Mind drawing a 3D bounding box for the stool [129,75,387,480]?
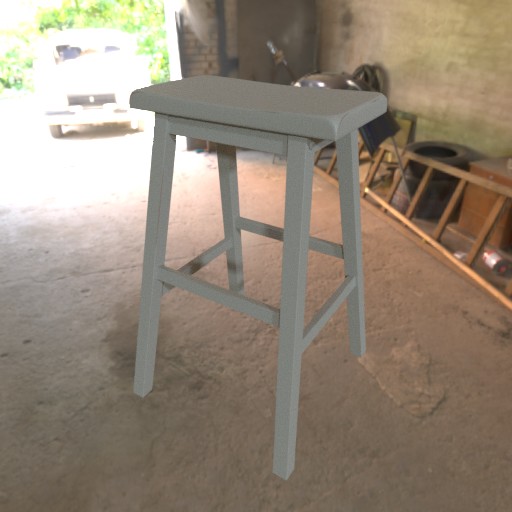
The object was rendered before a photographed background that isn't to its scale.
[{"bbox_3d":[0.000,0.000,1.041,0.457,0.737,0.476,18,35,28],"label":"stool"}]
